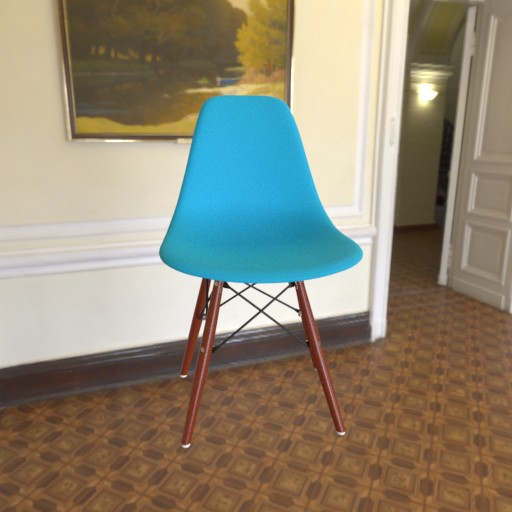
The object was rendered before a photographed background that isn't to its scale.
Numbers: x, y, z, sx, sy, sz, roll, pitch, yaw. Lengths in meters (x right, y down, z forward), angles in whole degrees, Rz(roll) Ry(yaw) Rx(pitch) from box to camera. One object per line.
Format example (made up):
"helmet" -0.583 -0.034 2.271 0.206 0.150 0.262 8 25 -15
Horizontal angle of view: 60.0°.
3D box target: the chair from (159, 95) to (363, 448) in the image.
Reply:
"chair" 0.000 0.000 1.137 0.470 0.826 0.533 -2 15 -7
